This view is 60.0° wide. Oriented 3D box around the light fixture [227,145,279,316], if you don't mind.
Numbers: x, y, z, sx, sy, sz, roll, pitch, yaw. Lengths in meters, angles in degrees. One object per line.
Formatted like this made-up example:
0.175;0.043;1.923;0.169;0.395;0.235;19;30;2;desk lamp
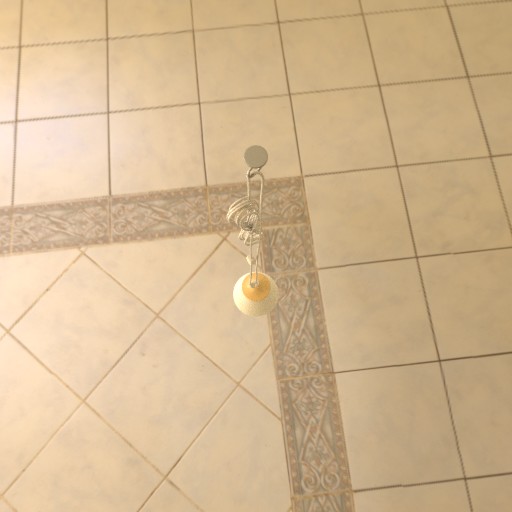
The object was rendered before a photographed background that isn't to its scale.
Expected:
0.000;0.000;1.037;0.153;0.966;0.153;-15;75;-4;light fixture
